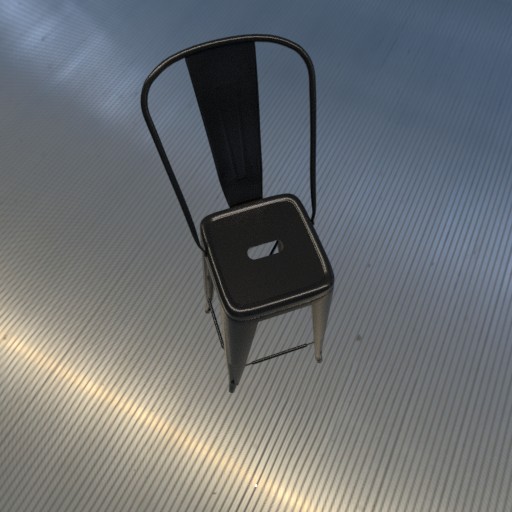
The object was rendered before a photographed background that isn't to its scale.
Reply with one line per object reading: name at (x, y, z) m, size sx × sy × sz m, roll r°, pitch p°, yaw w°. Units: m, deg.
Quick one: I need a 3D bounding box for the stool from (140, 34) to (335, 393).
stool at (0.000, 0.000, 1.323) m, size 0.399 × 1.096 × 0.513 m, roll -17°, pitch 64°, yaw -8°
